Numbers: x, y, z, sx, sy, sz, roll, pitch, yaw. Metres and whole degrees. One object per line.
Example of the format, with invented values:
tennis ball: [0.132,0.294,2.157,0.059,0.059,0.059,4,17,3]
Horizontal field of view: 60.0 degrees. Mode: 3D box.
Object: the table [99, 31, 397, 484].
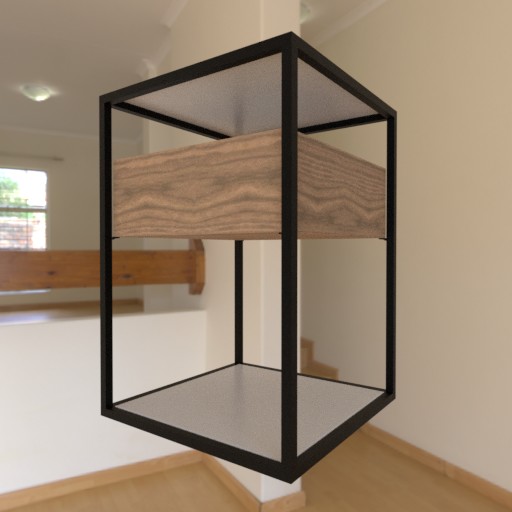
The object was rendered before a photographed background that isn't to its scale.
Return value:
table: [0.000,0.000,0.791,0.378,0.540,0.378,1,1,36]
